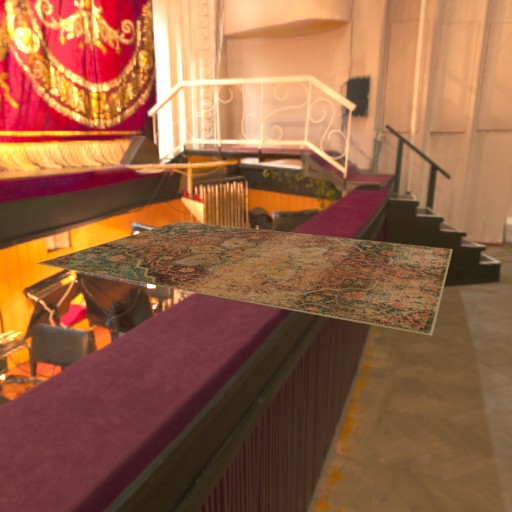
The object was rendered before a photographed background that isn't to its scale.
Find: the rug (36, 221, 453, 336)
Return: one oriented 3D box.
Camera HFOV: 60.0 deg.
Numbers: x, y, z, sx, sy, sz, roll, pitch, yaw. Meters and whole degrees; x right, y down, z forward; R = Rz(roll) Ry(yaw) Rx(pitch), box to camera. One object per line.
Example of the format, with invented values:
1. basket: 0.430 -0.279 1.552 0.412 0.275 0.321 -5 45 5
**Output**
1. rug: 0.000 0.000 2.953 2.363 0.004 1.566 8 17 26
